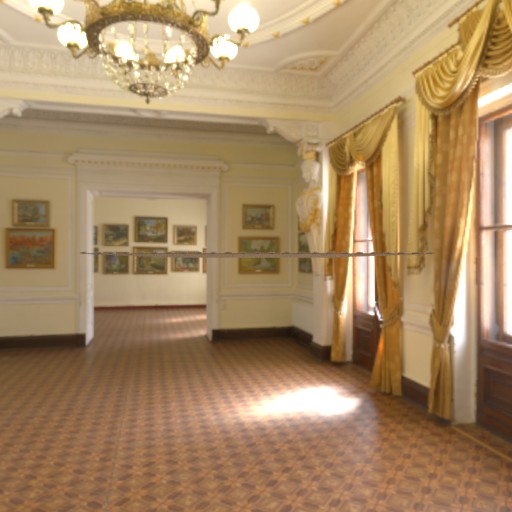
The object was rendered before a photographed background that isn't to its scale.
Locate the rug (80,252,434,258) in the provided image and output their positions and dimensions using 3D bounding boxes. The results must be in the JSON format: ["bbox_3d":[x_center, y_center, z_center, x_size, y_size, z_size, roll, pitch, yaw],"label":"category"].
[{"bbox_3d":[0.000,0.000,2.545,1.222,0.009,2.084,0,-1,0],"label":"rug"}]
